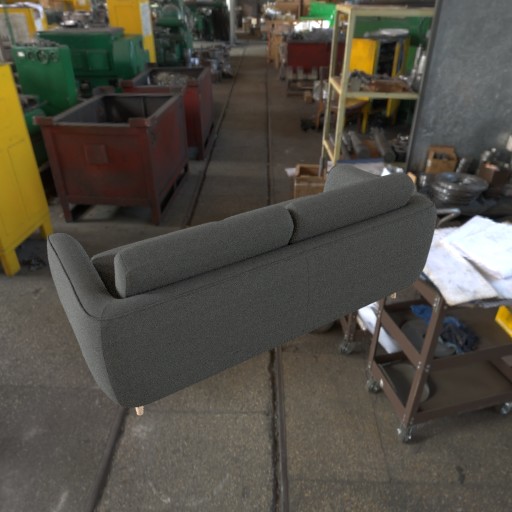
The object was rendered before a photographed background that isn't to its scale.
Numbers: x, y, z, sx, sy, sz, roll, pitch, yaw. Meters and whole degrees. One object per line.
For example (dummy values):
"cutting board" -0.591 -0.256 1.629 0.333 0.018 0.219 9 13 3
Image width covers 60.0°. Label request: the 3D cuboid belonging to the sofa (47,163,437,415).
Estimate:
"sofa" 0.000 0.000 2.452 2.000 0.850 0.920 -18 36 -27
